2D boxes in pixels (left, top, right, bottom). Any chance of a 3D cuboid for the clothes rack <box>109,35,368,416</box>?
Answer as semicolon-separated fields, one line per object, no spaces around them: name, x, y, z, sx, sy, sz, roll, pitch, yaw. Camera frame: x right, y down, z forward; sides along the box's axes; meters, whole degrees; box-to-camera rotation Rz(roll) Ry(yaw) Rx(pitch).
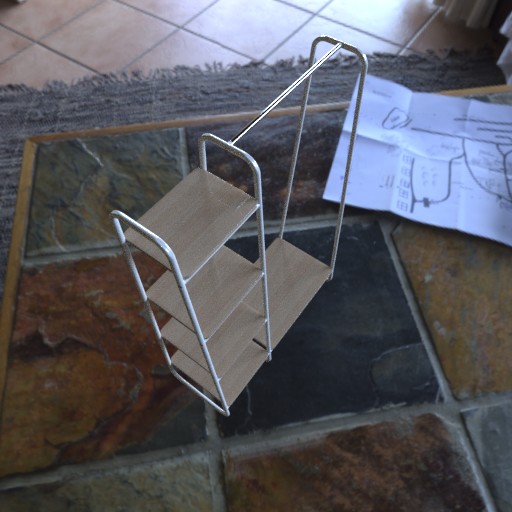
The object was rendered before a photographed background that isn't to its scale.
clothes rack;0.000;0.000;1.945;0.400;1.500;1.011;32;62;19
